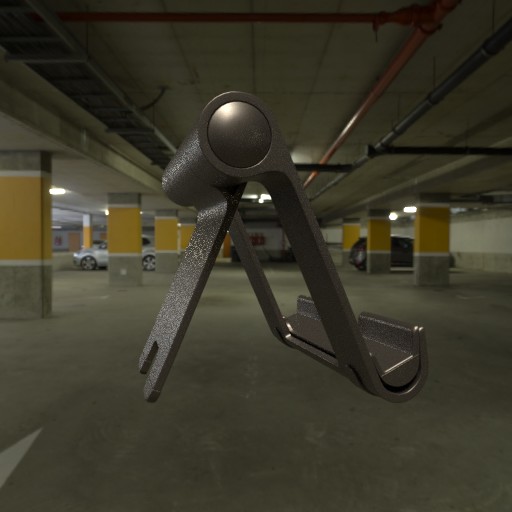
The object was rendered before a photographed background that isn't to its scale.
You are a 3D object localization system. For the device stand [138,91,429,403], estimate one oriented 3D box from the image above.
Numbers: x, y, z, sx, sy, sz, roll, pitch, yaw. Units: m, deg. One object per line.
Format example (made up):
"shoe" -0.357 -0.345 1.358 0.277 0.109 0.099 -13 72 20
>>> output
"device stand" 0.000 0.000 0.156 0.079 0.084 0.088 0 1 -18
